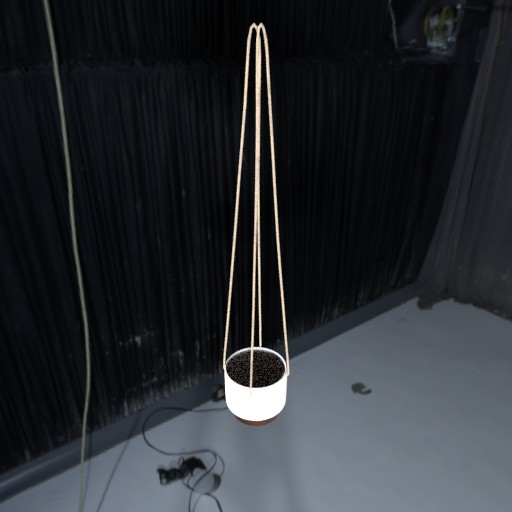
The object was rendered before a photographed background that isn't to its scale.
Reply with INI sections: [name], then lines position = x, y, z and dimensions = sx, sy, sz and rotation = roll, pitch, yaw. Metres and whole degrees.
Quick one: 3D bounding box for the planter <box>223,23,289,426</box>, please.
[planter]
position = 0.000, 0.000, 0.903
dimensions = 0.146, 0.841, 0.146
rotation = -19, 32, -32
